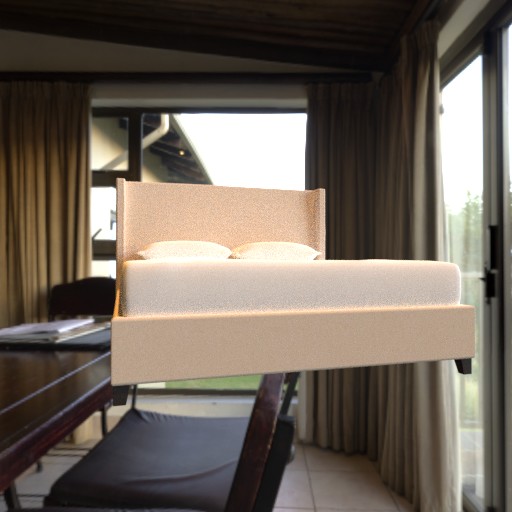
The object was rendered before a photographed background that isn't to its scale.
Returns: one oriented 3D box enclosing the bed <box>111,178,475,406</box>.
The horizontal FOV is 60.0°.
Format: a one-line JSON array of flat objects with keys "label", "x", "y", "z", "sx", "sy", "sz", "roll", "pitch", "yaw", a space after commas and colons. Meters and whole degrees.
[{"label": "bed", "x": 0.000, "y": 0.000, "z": 3.516, "sx": 2.145, "sy": 1.471, "sz": 2.293, "roll": 0, "pitch": -1, "yaw": -17}]
